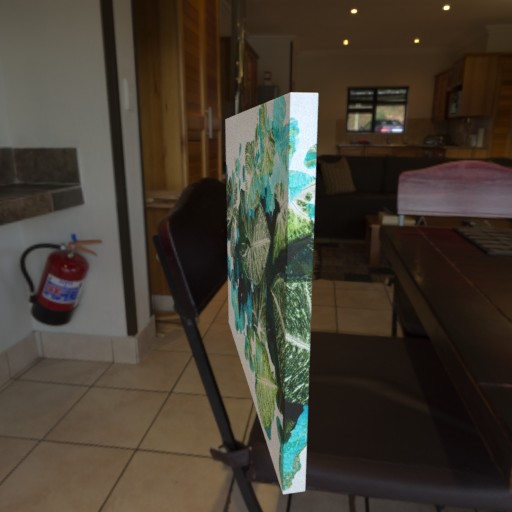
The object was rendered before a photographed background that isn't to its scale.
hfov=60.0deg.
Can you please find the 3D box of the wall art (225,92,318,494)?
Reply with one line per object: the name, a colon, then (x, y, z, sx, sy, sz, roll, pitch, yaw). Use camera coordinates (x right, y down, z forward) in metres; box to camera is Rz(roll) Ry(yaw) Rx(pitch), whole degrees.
wall art: (0.000, 0.000, 0.978, 0.043, 0.610, 0.711, -3, 15, -10)
